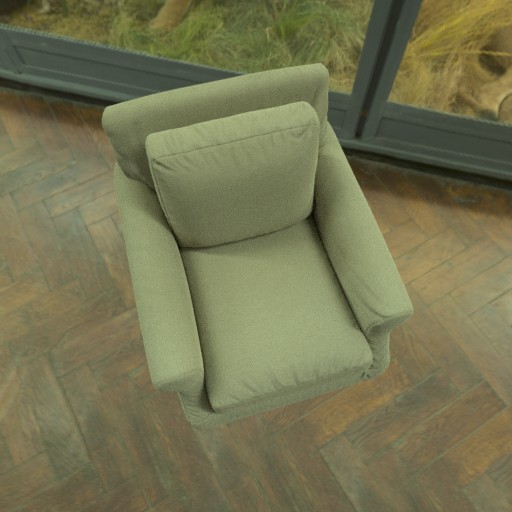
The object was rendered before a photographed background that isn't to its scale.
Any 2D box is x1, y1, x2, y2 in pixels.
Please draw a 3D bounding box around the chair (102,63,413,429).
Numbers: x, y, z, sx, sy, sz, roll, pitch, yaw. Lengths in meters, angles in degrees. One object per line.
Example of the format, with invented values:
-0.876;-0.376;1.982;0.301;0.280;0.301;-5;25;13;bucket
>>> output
0.000;0.000;1.724;0.940;0.866;1.066;-14;65;-7;chair
